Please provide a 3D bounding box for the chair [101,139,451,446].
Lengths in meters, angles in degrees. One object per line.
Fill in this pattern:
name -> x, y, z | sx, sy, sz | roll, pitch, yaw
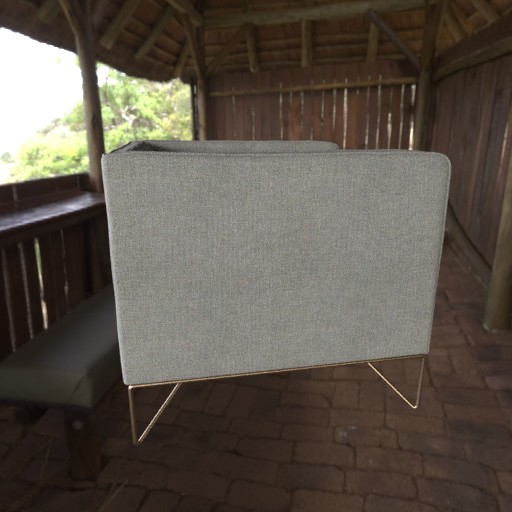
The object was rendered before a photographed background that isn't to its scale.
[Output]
chair -> 0.000, 0.000, 1.613 | 0.912, 0.799, 0.920 | -3, 17, -11
